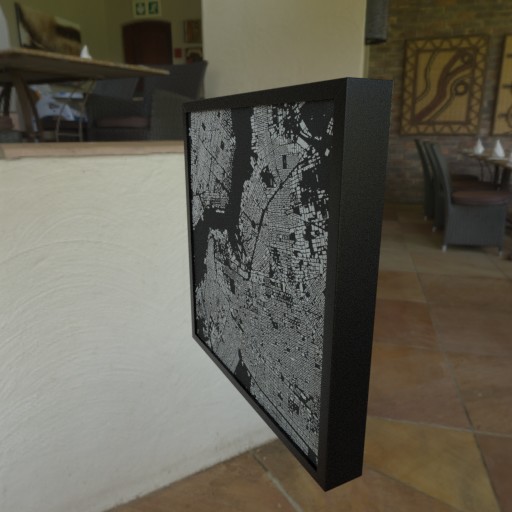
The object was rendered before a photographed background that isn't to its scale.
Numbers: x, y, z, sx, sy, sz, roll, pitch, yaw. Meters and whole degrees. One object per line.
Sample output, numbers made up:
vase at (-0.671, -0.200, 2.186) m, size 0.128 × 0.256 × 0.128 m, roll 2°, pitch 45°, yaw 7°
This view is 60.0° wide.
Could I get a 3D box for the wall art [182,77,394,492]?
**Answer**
wall art at (0.000, 0.000, 0.436) m, size 0.037 × 0.299 × 0.299 m, roll -8°, pitch 18°, yaw -27°
